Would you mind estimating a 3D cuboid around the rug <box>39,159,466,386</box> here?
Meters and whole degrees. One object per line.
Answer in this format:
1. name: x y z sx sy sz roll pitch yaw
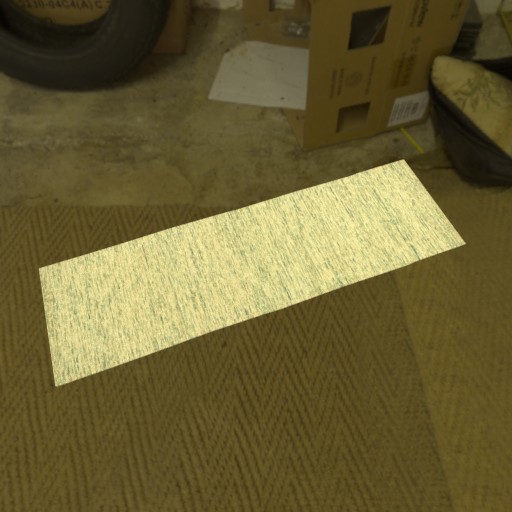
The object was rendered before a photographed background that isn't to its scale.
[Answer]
1. rug: 0.000 0.000 2.479 2.290 0.014 0.700 -18 61 -10
